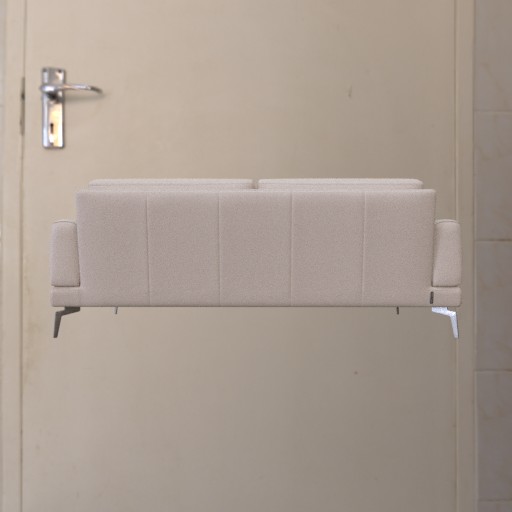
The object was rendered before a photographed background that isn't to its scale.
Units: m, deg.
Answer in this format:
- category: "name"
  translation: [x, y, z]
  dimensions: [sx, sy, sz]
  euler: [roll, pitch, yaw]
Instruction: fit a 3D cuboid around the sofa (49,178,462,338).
- category: "sofa"
  translation: [0.000, 0.000, 2.467]
  dimensions: [1.940, 0.765, 0.974]
  euler: [0, 0, 0]
